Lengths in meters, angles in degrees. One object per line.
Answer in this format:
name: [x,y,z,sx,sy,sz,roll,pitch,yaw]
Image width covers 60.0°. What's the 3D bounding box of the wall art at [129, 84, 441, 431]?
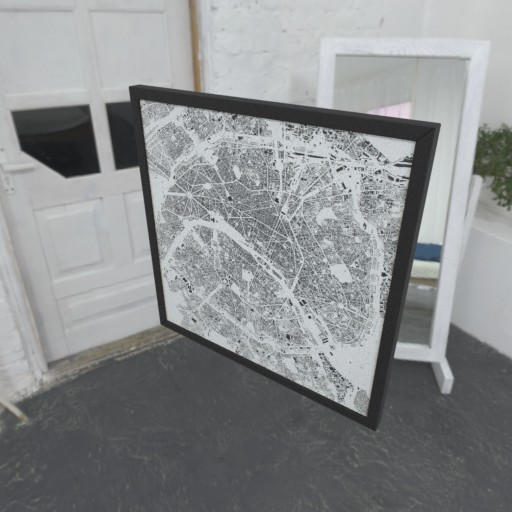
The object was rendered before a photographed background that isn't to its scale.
wall art: [0.000,0.000,1.138,0.763,0.763,0.037,19,35,30]
